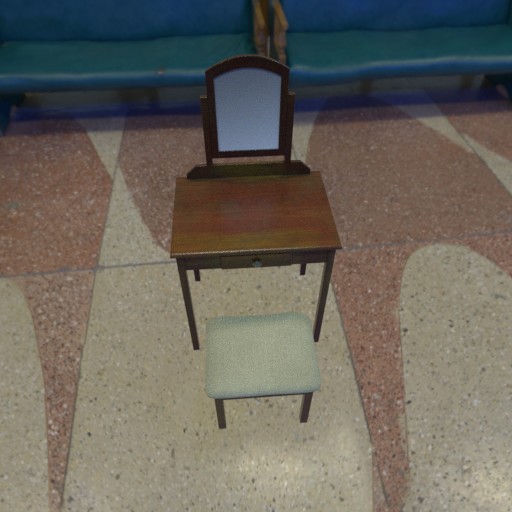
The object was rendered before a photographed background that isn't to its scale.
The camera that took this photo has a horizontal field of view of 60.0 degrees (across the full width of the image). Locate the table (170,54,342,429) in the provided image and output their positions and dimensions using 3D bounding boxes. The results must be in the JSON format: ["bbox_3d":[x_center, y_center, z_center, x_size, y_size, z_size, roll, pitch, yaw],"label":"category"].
[{"bbox_3d":[0.000,0.000,2.352,0.876,1.631,1.211,-3,47,-3],"label":"table"}]
